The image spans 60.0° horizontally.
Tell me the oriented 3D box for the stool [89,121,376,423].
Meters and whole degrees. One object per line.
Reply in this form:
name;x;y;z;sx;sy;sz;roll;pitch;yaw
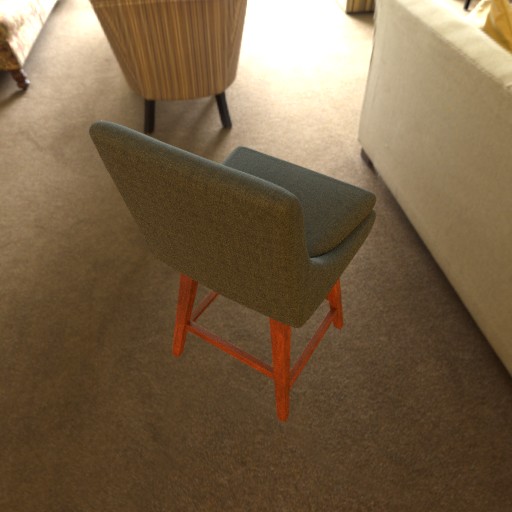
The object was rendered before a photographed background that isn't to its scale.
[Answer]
stool;0.000;0.000;1.183;0.467;0.895;0.524;25;51;22
